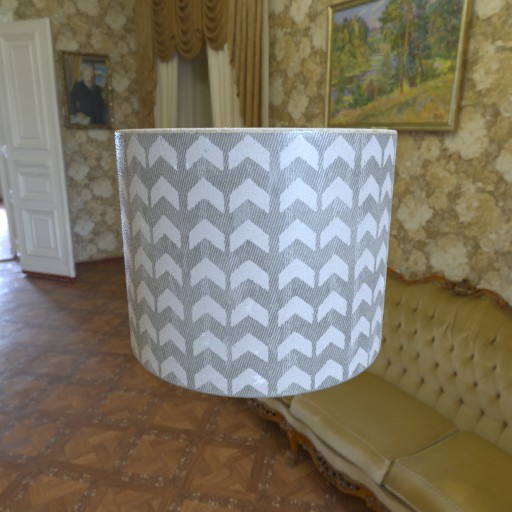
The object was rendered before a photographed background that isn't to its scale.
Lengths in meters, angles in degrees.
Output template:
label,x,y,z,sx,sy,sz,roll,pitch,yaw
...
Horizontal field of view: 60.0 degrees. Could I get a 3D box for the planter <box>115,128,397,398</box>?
label,x,y,z,sx,sy,sz,roll,pitch,yaw
planter,0.000,0.000,0.440,0.250,0.239,0.250,0,15,0
